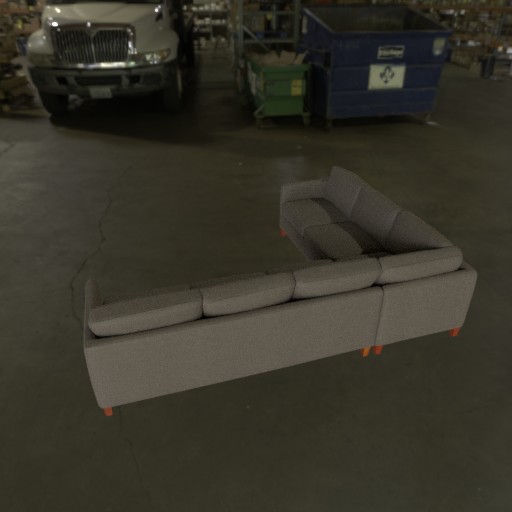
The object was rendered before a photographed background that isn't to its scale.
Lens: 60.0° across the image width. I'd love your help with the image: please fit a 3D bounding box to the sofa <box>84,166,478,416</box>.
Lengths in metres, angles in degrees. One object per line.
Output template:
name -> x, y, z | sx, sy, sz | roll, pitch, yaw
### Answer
sofa -> 0.000, 0.000, 4.594 | 3.302, 0.947, 2.593 | -9, 31, -15
